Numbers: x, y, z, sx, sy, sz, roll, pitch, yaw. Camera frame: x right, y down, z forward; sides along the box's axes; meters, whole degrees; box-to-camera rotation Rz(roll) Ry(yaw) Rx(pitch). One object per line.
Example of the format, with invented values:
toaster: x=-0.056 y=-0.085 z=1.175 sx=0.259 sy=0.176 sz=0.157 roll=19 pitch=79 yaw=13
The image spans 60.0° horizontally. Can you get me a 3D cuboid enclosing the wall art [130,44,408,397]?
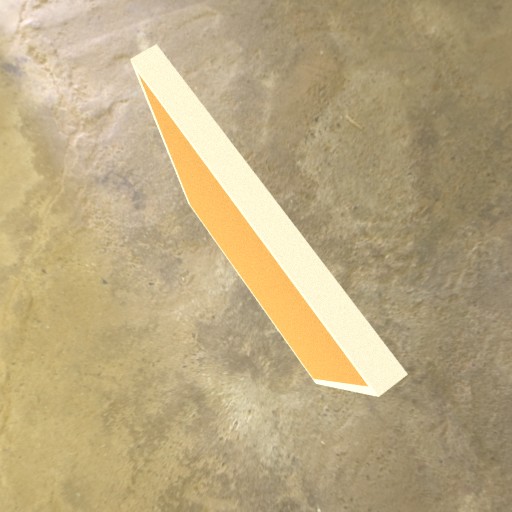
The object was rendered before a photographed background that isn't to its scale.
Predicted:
wall art: x=0.000 y=0.000 z=0.769 sx=0.040 sy=0.509 sz=0.509 roll=-34 pitch=78 yaw=-8
